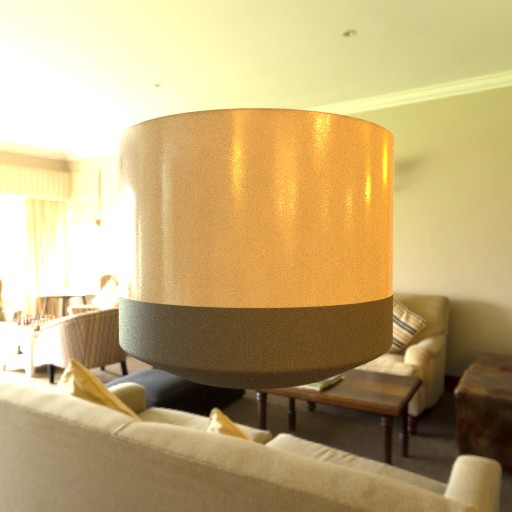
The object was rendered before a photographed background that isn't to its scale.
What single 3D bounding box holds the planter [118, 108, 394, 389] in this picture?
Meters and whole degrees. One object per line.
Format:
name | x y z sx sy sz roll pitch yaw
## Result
planter | 0.000 0.000 0.217 0.128 0.105 0.128 0 2 0
